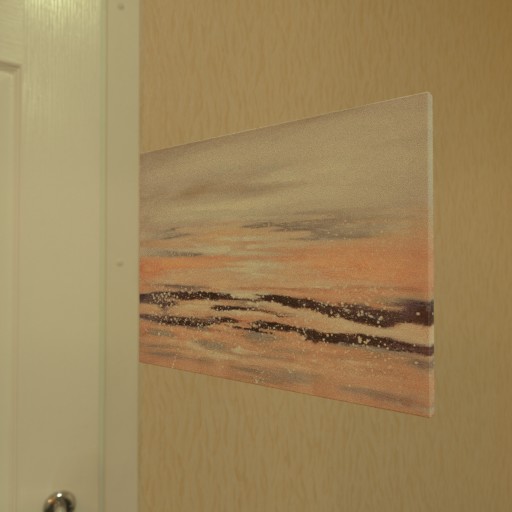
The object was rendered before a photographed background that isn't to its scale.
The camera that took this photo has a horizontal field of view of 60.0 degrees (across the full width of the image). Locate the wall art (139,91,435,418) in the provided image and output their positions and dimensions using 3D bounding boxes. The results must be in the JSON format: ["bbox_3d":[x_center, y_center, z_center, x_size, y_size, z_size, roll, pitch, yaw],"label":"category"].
[{"bbox_3d":[0.000,0.000,1.338,1.015,0.763,0.038,-1,-1,35],"label":"wall art"}]
